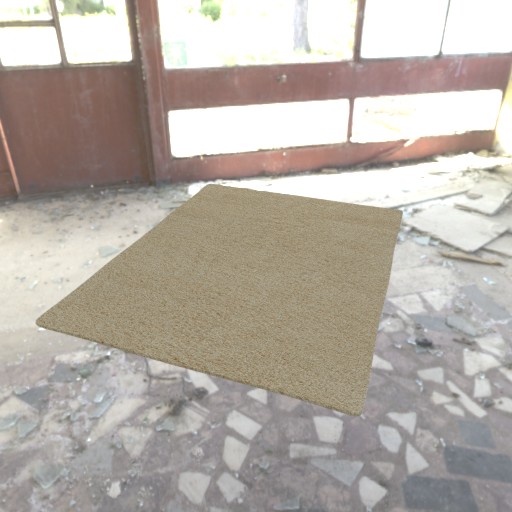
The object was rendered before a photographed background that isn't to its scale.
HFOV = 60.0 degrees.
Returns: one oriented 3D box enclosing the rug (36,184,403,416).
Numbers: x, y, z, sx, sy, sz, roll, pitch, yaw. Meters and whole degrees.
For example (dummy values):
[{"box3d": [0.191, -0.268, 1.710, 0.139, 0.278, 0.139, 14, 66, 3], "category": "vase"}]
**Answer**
[{"box3d": [0.000, 0.000, 4.103, 2.401, 0.025, 3.001, 11, 32, 17], "category": "rug"}]
